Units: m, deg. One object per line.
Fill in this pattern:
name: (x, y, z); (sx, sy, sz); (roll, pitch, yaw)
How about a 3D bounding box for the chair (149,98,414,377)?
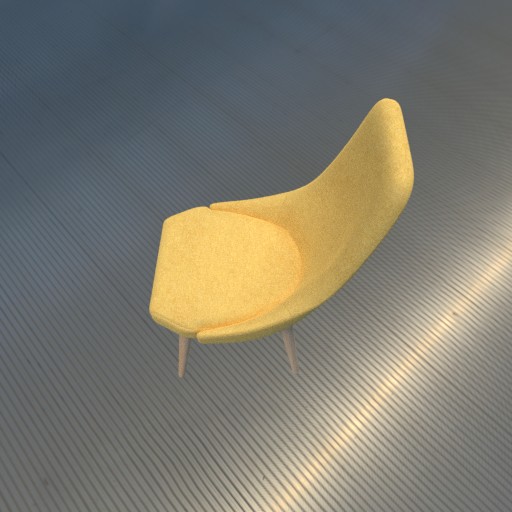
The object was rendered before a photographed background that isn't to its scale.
chair: (0.000, 0.000, 1.402); (0.660, 1.040, 0.510); (1, 59, 1)
